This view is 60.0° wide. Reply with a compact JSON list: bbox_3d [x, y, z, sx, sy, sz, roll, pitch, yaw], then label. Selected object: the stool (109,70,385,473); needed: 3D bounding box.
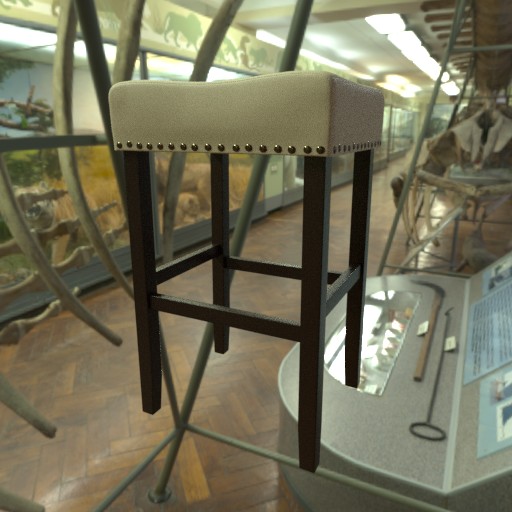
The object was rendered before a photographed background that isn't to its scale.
[{"bbox_3d":[0.000,0.000,1.047,0.471,0.762,0.401,8,18,25],"label":"stool"}]
